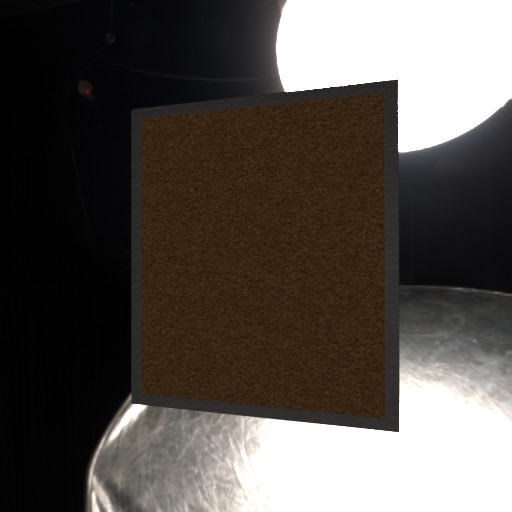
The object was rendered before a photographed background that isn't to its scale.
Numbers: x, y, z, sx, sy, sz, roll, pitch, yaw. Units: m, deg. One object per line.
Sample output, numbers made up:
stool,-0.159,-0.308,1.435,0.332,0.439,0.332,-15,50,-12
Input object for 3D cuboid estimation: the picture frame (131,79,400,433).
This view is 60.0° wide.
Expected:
picture frame,0.000,0.000,0.533,0.327,0.378,0.027,0,-1,17
